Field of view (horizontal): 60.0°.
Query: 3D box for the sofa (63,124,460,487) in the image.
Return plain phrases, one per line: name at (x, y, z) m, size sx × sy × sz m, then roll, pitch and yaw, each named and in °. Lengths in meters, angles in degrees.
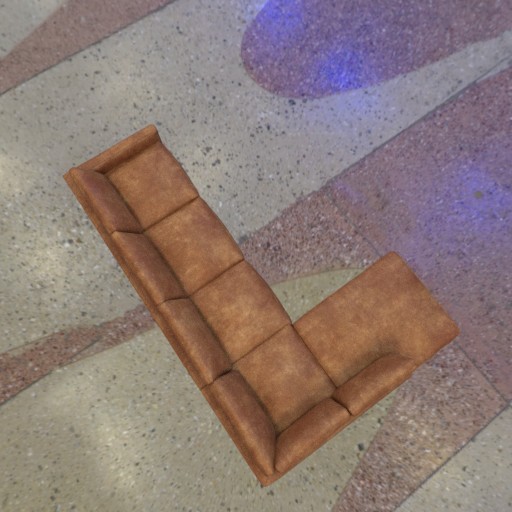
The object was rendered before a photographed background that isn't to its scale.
sofa at (0.000, 0.000, 3.770) m, size 1.938 × 0.877 × 2.984 m, roll -34°, pitch 76°, yaw -9°
